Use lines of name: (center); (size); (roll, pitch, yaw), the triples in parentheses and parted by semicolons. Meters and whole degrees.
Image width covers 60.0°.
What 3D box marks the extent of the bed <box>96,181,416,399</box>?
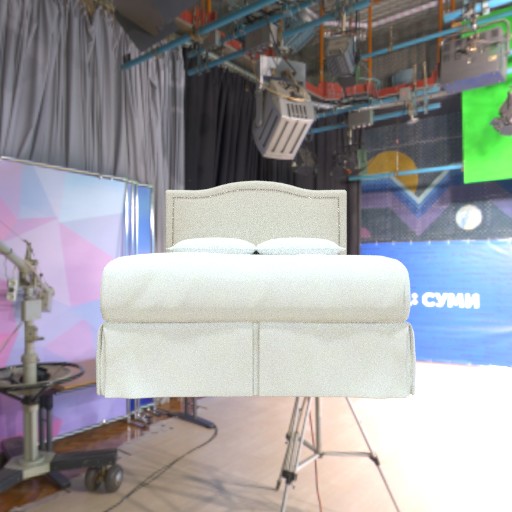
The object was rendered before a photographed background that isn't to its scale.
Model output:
bed: (0.000, 0.000, 3.301); (1.753, 1.460, 2.143); (0, 0, 0)
